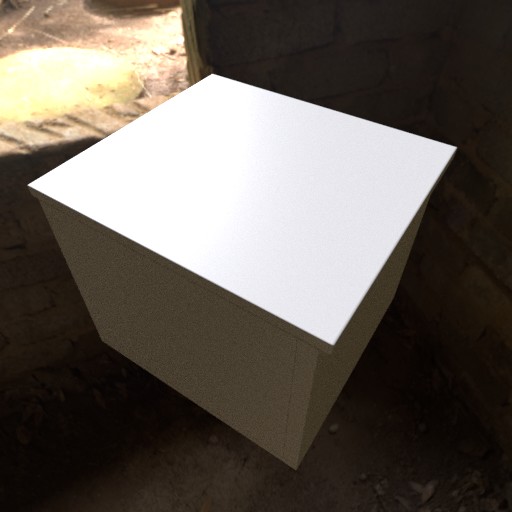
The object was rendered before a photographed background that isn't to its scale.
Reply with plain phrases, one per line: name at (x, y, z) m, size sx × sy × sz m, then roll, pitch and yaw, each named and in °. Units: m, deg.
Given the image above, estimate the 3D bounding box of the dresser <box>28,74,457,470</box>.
dresser at (0.000, 0.000, 0.724) m, size 0.430 × 0.360 × 0.400 m, roll 25°, pitch 51°, yaw 22°
